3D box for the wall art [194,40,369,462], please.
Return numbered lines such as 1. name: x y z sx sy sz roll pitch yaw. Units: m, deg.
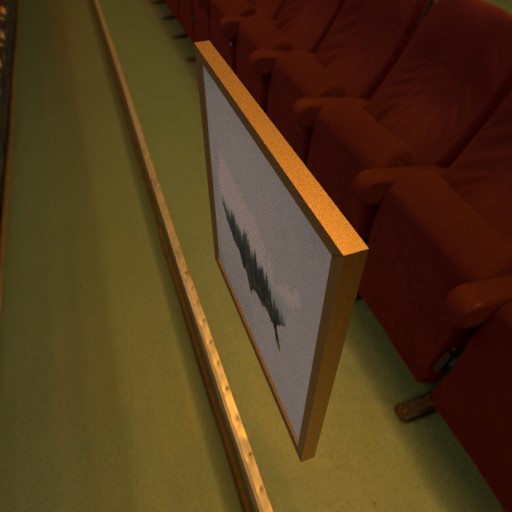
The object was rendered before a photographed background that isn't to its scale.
1. wall art: 0.000 0.000 1.106 0.038 0.762 0.762 -15 48 -14
